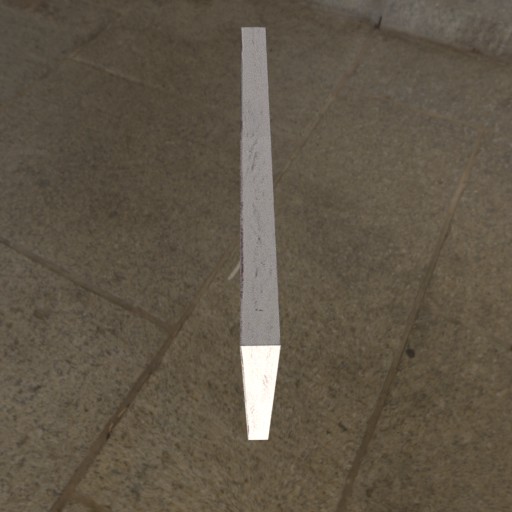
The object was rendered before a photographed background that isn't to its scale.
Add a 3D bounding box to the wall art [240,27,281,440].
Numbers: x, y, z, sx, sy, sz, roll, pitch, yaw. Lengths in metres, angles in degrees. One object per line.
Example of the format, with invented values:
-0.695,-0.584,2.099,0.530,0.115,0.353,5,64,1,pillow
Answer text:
0.000,0.000,0.760,0.038,0.508,0.508,-1,58,0,wall art
